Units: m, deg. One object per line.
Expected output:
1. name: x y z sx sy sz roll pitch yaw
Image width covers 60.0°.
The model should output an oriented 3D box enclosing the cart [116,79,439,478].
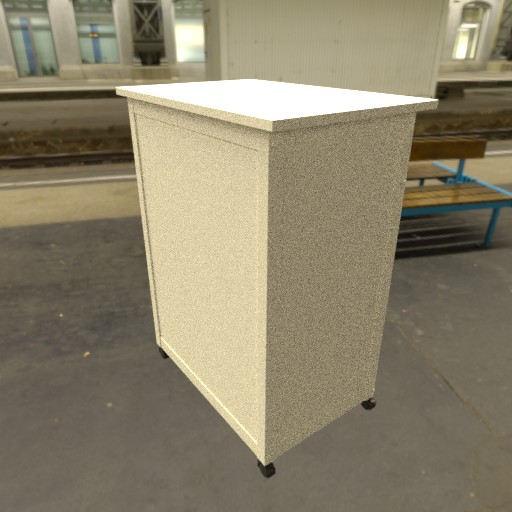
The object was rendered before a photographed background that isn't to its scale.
1. cart: 0.000 0.000 1.241 0.442 0.864 0.683 -18 31 -32
